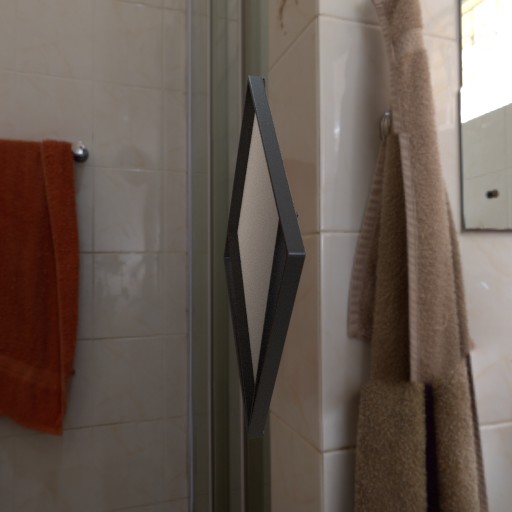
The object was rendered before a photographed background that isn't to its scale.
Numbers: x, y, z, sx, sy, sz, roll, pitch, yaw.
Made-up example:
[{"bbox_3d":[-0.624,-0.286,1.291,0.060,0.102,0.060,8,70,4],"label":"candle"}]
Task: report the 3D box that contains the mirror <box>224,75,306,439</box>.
[{"bbox_3d":[0.000,0.000,0.832,0.032,0.679,0.419,0,-1,-17],"label":"mirror"}]
